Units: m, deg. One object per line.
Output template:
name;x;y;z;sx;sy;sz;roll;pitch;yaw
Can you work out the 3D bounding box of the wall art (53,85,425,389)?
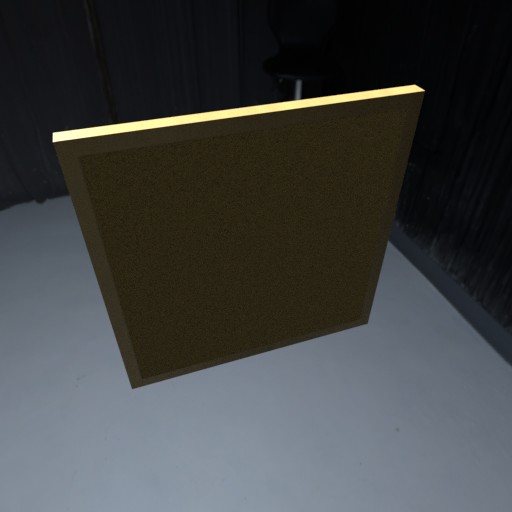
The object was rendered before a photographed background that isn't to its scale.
wall art;0.000;0.000;2.865;1.935;1.936;0.097;-12;42;-14
